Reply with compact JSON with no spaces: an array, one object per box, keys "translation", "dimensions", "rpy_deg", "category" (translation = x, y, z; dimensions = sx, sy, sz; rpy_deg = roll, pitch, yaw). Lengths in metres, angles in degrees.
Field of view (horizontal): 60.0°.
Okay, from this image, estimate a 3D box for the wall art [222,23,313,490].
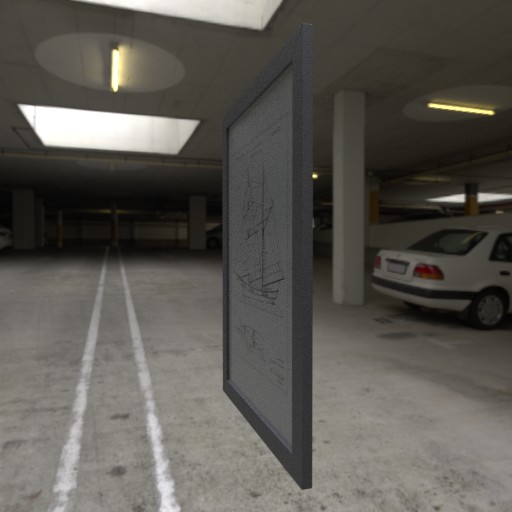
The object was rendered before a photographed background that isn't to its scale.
[{"translation":[0.000,0.000,0.688],"dimensions":[0.013,0.534,0.380],"rpy_deg":[0,1,-18],"category":"wall art"}]
